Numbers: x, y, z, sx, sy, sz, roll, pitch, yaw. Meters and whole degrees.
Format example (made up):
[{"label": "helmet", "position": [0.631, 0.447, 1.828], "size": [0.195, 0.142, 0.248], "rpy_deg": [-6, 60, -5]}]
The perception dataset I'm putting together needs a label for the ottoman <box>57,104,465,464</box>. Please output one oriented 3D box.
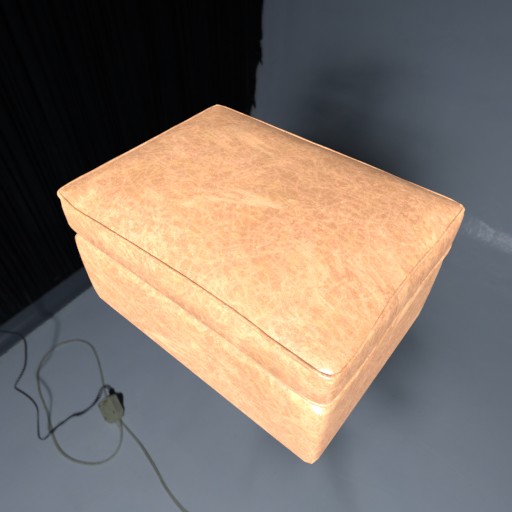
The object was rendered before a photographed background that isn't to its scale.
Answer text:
[{"label": "ottoman", "position": [0.000, 0.000, 1.099], "size": [0.756, 0.468, 0.554], "rpy_deg": [30, 53, 26]}]
